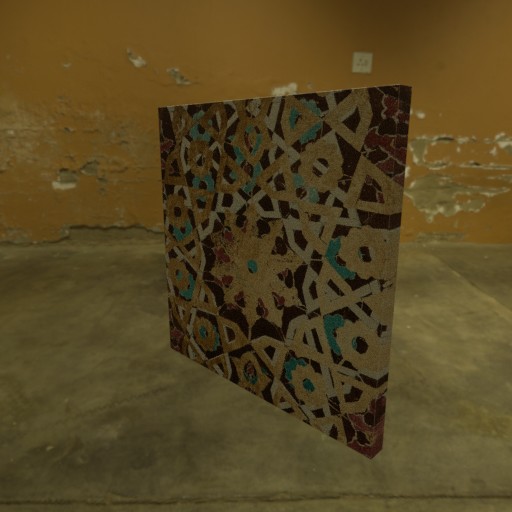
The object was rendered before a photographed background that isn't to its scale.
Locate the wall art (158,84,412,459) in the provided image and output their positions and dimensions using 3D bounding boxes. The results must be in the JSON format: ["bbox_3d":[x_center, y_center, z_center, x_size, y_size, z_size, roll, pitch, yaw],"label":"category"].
[{"bbox_3d":[0.000,0.000,0.917,0.041,0.613,0.609,-14,20,-43],"label":"wall art"}]
